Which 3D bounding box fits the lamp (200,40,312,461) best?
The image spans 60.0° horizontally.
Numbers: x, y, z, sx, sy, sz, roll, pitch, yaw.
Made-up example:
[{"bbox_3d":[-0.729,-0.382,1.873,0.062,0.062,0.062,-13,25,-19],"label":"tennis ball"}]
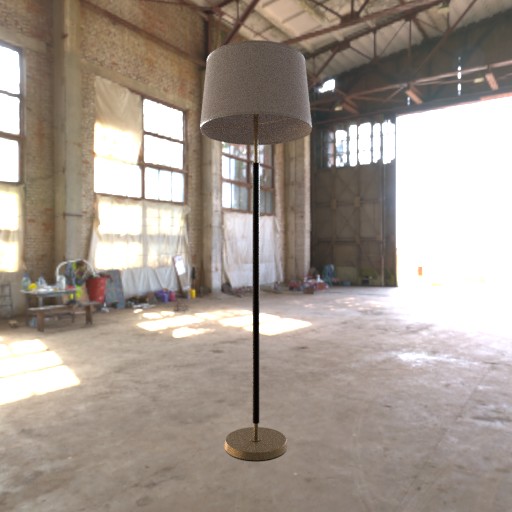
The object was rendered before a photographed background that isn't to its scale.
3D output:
[{"bbox_3d":[0.000,0.000,1.673,0.420,1.447,0.420,0,0,0],"label":"lamp"}]
